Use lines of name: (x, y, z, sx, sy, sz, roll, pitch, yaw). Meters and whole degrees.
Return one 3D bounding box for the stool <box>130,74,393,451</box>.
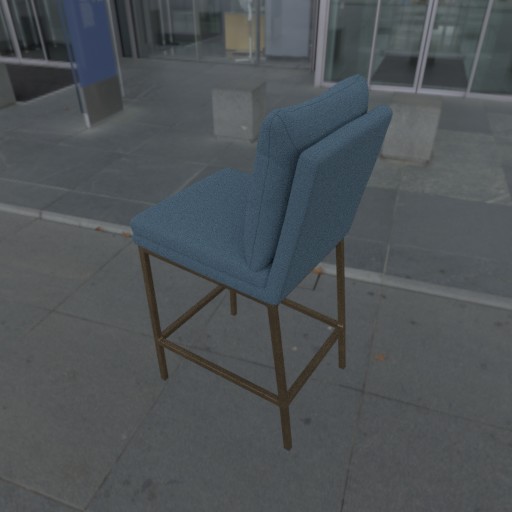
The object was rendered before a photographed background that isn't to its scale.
stool: (0.000, 0.000, 1.359, 0.568, 1.032, 0.463, 21, 39, 28)
